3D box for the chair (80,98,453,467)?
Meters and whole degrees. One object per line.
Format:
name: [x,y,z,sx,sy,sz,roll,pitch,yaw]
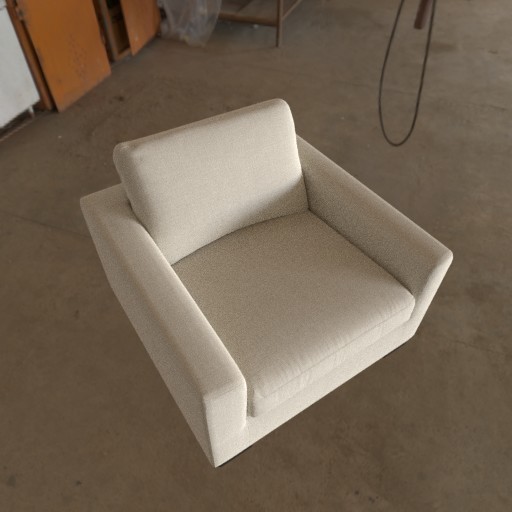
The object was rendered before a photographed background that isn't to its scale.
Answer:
chair: [0.000,0.000,1.862,1.070,0.876,1.100,-26,51,-22]
